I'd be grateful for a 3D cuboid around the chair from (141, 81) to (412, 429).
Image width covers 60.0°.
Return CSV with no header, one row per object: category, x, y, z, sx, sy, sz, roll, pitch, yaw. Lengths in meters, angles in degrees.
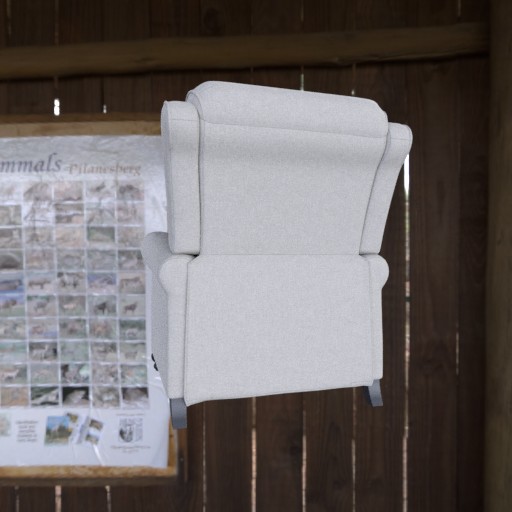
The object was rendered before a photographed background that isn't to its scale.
chair,0.000,0.000,1.758,0.859,1.046,0.919,0,0,-17
